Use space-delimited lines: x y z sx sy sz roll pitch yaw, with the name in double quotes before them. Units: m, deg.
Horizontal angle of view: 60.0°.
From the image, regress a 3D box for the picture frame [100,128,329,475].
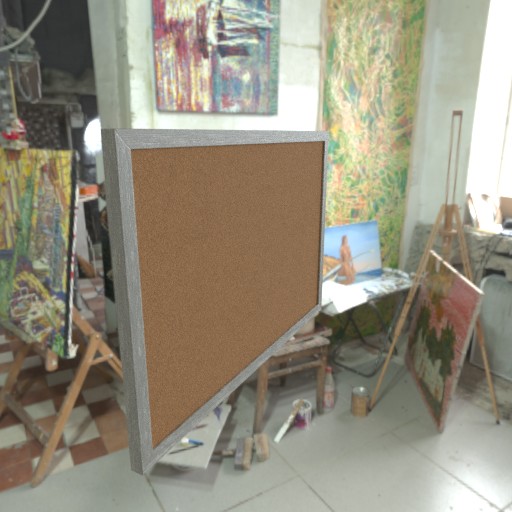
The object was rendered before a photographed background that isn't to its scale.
"picture frame" 0.000 0.000 1.172 0.029 0.640 0.950 8 18 28
